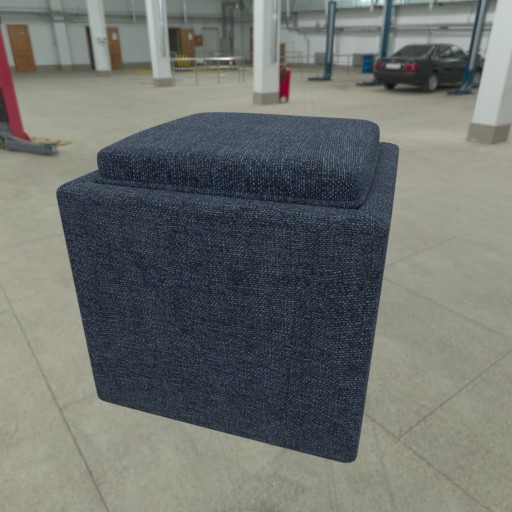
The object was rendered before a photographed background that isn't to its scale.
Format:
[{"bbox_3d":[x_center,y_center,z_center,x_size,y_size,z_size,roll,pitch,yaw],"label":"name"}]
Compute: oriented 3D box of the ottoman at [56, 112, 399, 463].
[{"bbox_3d":[0.000,0.000,0.810,0.450,0.460,0.450,8,27,16],"label":"ottoman"}]
